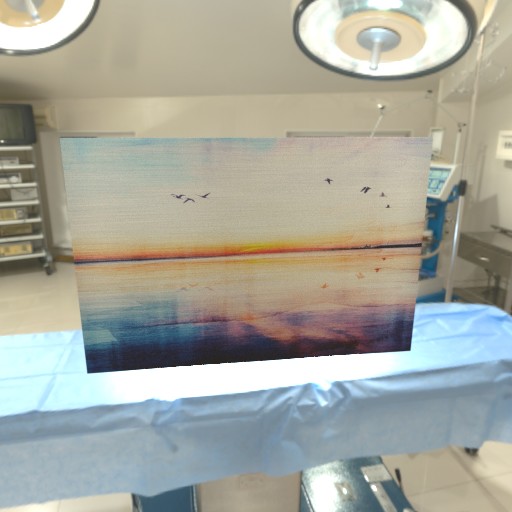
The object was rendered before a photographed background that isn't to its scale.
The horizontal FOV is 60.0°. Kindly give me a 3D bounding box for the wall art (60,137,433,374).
[{"bbox_3d":[0.000,0.000,1.173,0.911,0.605,0.037,-2,16,-8],"label":"wall art"}]
